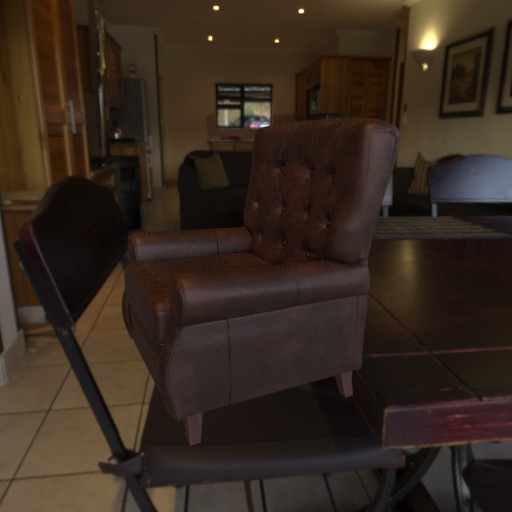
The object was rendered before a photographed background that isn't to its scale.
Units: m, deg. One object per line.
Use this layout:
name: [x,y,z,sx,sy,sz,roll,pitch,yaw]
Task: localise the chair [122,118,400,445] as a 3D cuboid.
chair: [0.000,0.000,1.928,1.058,1.158,0.948,-7,17,-25]
